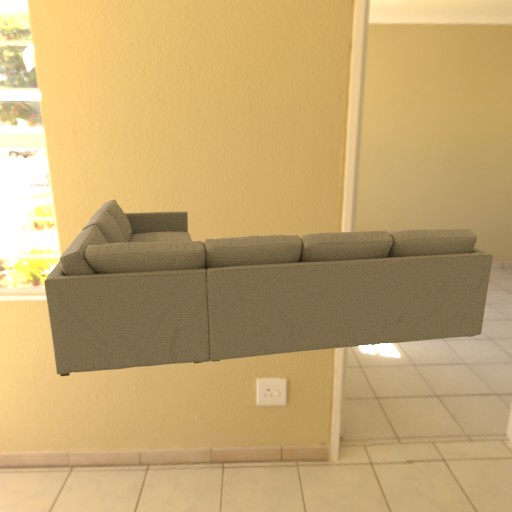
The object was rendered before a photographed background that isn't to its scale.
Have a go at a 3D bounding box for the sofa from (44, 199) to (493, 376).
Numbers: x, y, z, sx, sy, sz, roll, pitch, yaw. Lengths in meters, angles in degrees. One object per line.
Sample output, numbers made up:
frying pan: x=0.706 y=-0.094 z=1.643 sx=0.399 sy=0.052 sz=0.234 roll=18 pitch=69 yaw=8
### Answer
sofa: x=0.000 y=0.000 z=4.243 sx=3.182 sy=0.871 sz=2.432 roll=-3 pitch=16 yaw=-11
